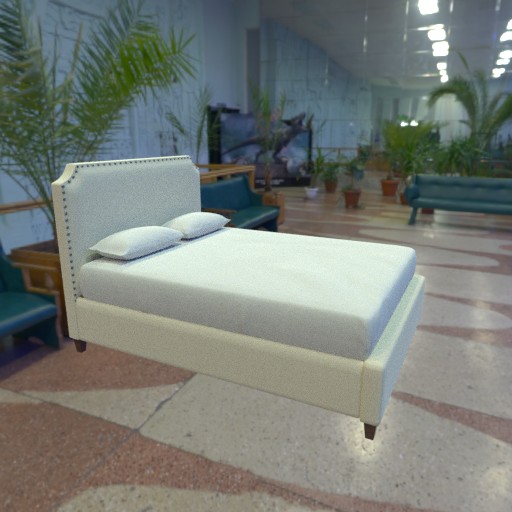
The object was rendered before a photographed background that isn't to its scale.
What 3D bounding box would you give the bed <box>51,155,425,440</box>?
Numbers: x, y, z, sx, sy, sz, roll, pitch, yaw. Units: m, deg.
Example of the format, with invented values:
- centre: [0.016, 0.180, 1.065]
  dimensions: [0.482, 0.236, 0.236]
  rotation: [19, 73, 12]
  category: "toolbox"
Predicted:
- centre: [0.000, 0.000, 3.427]
  dimensions: [2.329, 1.415, 1.703]
  rotation: [8, 17, 26]
  category: "bed"
